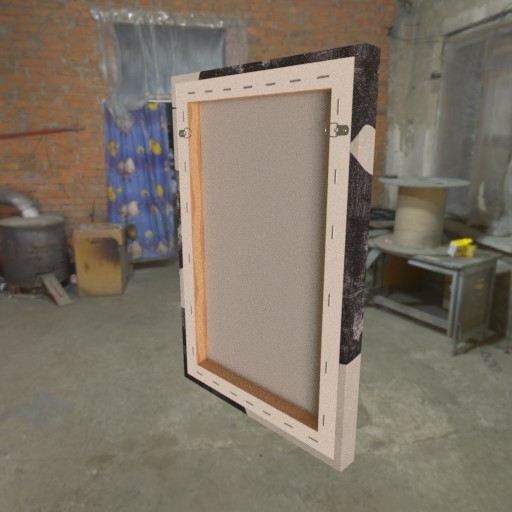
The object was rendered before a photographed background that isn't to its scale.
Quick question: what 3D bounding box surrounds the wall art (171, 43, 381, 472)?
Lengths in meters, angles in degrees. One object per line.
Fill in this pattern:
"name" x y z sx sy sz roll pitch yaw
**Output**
"wall art" 0.000 0.000 0.760 0.039 0.610 0.407 -14 20 -43
